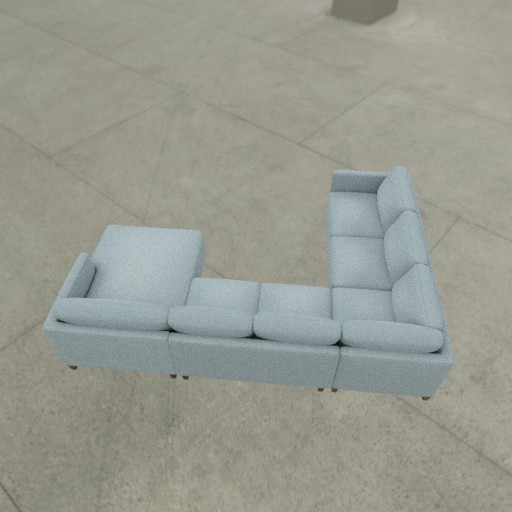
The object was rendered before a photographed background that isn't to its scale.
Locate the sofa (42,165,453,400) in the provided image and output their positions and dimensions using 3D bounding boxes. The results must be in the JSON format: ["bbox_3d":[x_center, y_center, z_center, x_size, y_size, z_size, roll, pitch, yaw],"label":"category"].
[{"bbox_3d":[0.000,0.000,4.611,3.403,0.889,2.551,4,47,4],"label":"sofa"}]
